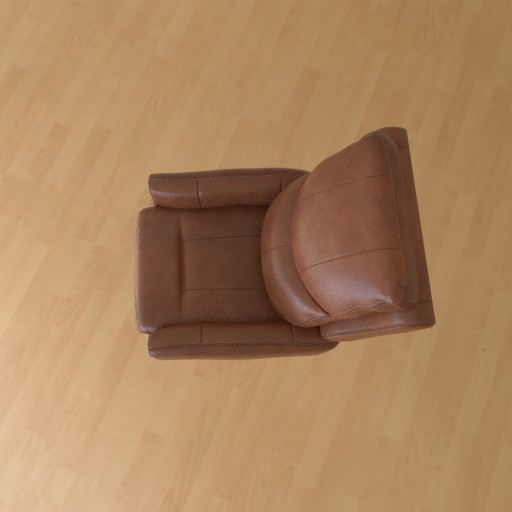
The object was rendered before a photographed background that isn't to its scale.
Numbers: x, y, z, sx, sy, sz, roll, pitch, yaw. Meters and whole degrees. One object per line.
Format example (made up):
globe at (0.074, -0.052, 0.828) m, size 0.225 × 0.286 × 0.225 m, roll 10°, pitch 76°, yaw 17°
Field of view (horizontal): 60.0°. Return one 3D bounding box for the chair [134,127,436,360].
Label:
chair at (0.000, 0.000, 1.818) m, size 1.072 × 1.016 × 0.821 m, roll -3°, pitch 76°, yaw -1°
